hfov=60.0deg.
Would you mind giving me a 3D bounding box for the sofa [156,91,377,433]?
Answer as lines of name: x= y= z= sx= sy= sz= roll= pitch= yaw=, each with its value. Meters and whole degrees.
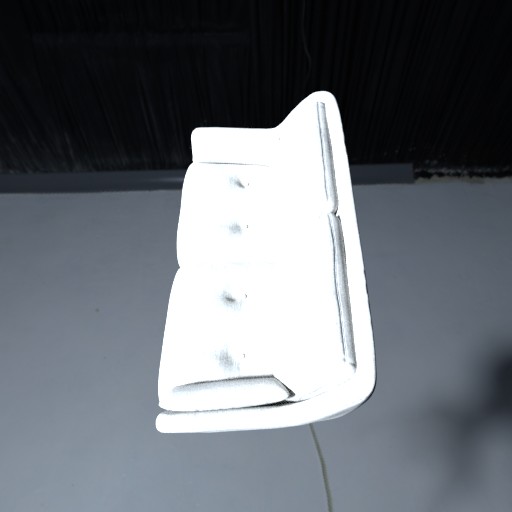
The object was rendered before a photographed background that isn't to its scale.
sofa: x=0.000 y=0.000 z=2.507 sx=0.976 sy=0.897 sz=1.930 roll=0 pitch=57 yaw=0
